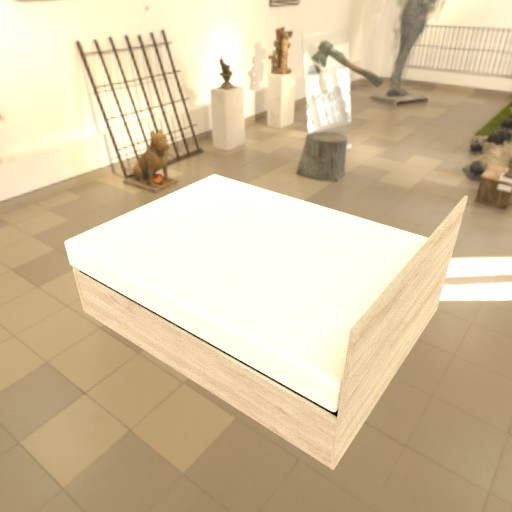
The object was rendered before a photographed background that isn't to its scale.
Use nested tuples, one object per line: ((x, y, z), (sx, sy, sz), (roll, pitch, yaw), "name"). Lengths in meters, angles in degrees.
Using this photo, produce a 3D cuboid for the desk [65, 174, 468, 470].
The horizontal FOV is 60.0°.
((0.000, 0.000, 2.686), (1.900, 0.800, 1.400), (22, 38, 31), "desk")
